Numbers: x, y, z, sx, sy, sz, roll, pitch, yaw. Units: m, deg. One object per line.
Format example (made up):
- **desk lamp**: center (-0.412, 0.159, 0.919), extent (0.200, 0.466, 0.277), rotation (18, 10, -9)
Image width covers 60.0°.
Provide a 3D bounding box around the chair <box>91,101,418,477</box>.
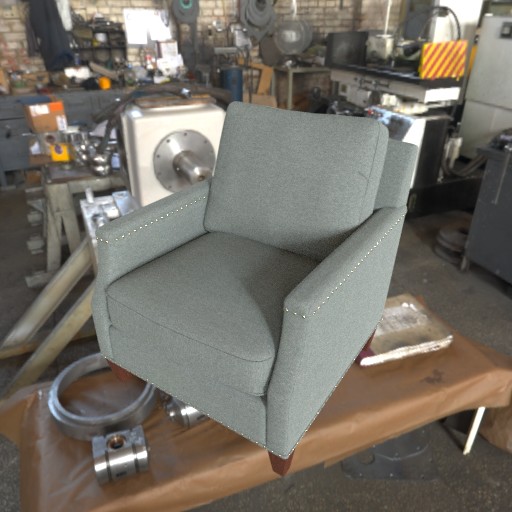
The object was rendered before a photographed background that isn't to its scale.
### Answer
- **chair**: center (0.000, 0.000, 1.760), extent (0.885, 1.031, 1.031), rotation (18, 34, 29)
